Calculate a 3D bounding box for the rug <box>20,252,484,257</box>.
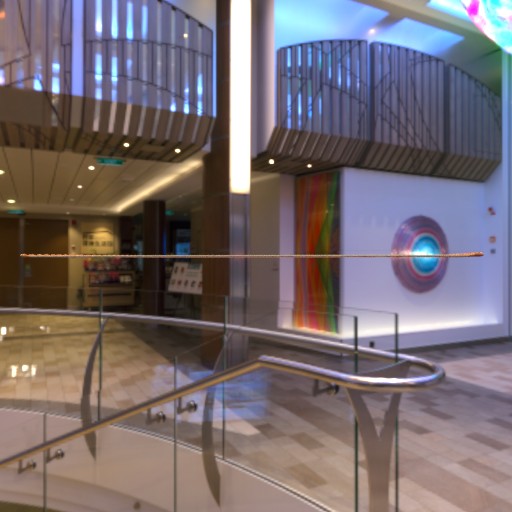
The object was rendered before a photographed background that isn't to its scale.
[{"bbox_3d":[0.000,0.000,2.459,2.092,0.017,1.232,0,0,17],"label":"rug"}]
